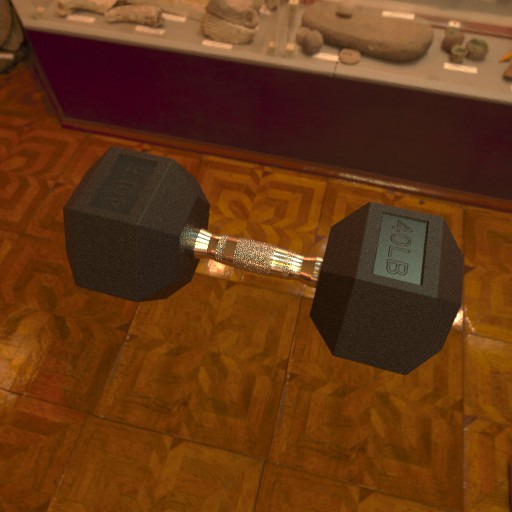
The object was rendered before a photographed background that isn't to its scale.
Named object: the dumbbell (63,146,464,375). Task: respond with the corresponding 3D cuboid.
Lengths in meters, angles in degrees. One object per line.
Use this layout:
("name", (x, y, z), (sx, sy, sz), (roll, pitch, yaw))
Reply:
("dumbbell", (0.000, 0.000, 0.433), (0.361, 0.137, 0.157), (14, 59, 9))
